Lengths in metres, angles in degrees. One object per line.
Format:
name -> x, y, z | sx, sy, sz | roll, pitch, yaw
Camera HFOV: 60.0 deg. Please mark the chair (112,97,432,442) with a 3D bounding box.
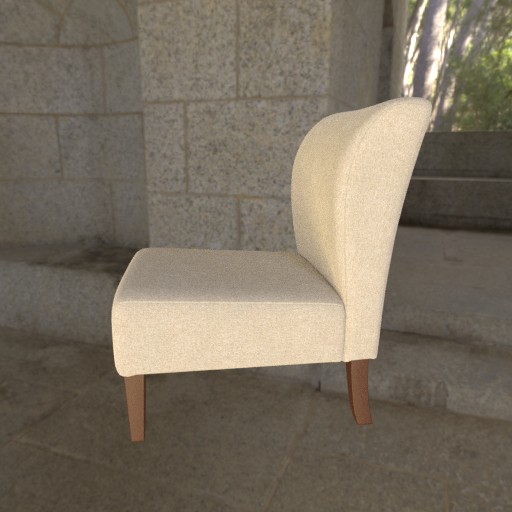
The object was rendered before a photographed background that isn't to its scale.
chair -> 0.000, 0.000, 1.283 | 0.754, 0.833, 0.521 | -2, 14, -8
